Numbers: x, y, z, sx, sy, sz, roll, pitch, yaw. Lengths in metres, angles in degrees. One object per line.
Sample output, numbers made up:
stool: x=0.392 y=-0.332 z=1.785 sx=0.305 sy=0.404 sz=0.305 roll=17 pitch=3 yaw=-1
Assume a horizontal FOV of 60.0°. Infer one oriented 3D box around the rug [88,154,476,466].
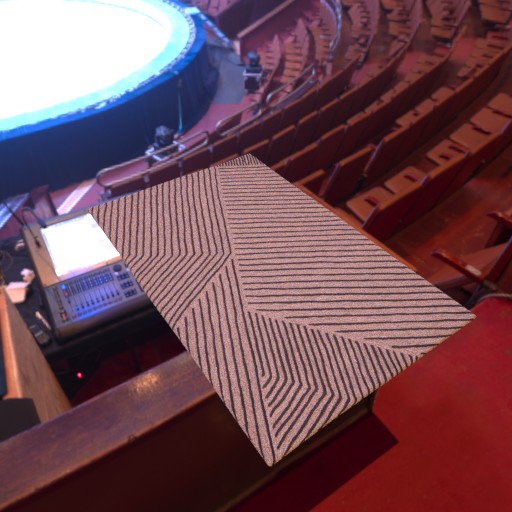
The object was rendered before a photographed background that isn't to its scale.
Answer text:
rug: x=0.000 y=0.000 z=3.050 sx=1.539 sy=0.023 sz=2.406 roll=-25 pitch=48 yaw=-25
